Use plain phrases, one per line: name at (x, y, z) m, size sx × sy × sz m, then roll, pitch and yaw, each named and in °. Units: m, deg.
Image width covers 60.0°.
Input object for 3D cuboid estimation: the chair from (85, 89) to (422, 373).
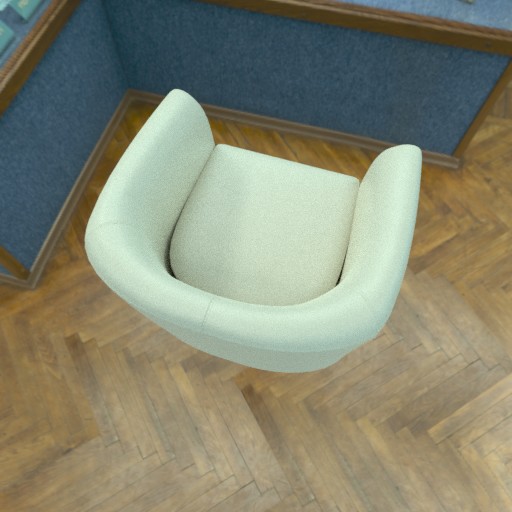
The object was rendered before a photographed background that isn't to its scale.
chair at (0.000, 0.000, 1.376) m, size 0.792 × 0.756 × 0.727 m, roll 16°, pitch 65°, yaw 8°
